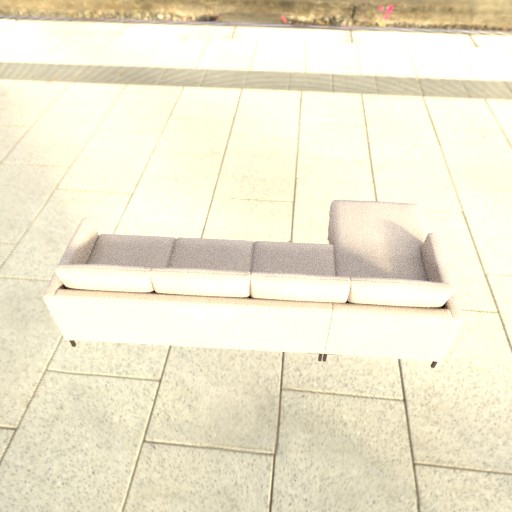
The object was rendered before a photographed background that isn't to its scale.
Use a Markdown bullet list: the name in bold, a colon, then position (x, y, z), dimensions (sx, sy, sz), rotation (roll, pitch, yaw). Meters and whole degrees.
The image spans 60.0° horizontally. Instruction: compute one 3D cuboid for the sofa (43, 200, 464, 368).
- **sofa**: position (0.000, 0.000, 3.651), dimensions (2.923, 0.816, 1.469), rotation (3, 46, 3)
